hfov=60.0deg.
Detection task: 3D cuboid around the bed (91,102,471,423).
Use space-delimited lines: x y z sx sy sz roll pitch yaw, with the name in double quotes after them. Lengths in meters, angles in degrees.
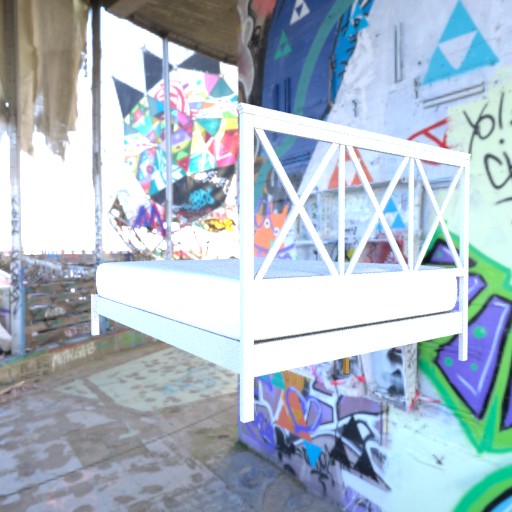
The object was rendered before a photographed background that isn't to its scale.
0.000 0.000 3.077 1.673 1.253 2.135 -1 2 -36 "bed"
